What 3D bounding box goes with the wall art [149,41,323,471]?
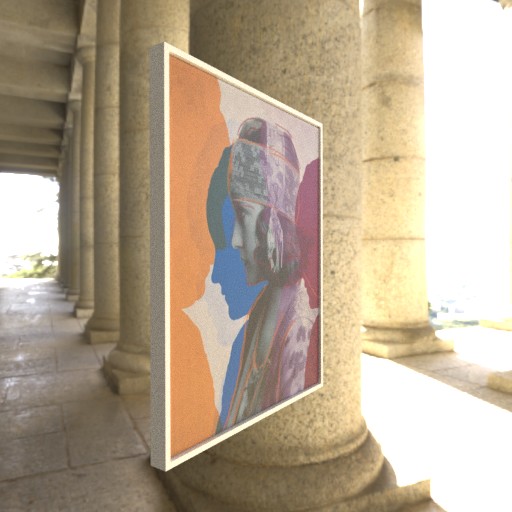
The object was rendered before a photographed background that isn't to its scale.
[{"bbox_3d":[0.000,0.000,0.754,0.030,0.549,0.443,0,1,35],"label":"wall art"}]
